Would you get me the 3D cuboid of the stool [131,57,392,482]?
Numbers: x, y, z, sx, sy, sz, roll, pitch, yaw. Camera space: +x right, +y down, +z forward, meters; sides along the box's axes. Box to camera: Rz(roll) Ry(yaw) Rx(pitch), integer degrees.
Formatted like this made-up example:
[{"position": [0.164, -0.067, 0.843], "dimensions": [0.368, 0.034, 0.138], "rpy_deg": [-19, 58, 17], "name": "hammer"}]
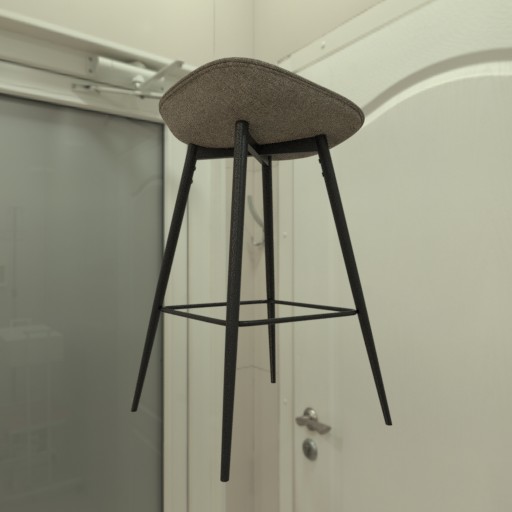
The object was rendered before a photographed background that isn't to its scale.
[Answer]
[{"position": [0.000, 0.000, 1.122], "dimensions": [0.480, 0.814, 0.469], "rpy_deg": [0, -1, -36], "name": "stool"}]
